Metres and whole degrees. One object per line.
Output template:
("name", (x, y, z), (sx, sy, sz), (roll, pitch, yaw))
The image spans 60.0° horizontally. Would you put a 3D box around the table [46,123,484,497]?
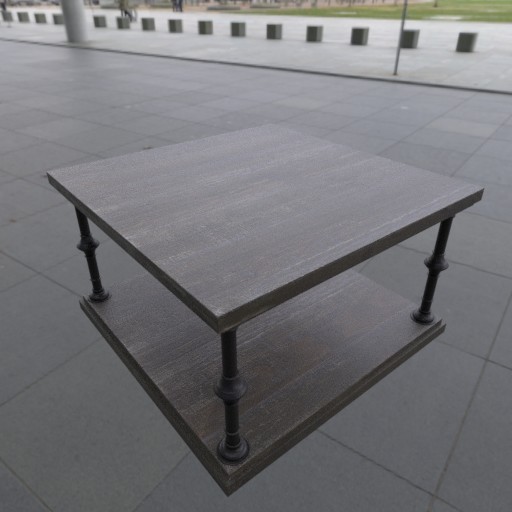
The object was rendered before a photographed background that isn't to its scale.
("table", (0.000, 0.000, 1.094), (0.696, 0.400, 0.696), (-23, 38, -33))
